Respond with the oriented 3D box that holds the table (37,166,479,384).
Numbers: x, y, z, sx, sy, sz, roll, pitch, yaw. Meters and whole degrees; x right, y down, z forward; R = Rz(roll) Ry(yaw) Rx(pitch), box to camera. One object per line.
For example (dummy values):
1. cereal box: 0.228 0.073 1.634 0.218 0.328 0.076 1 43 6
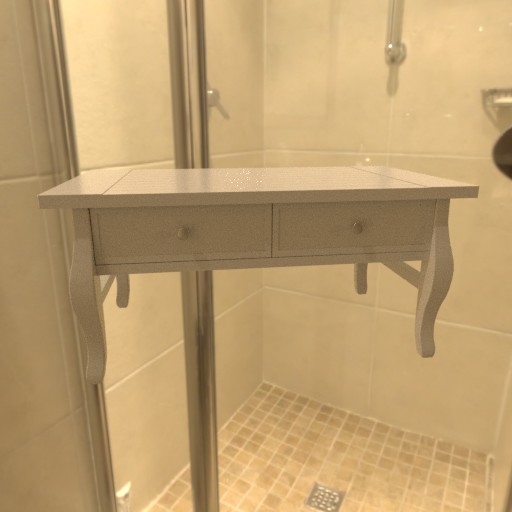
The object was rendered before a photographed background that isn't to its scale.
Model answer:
1. table: 0.000 0.000 1.397 1.062 0.495 0.600 -2 17 -8
